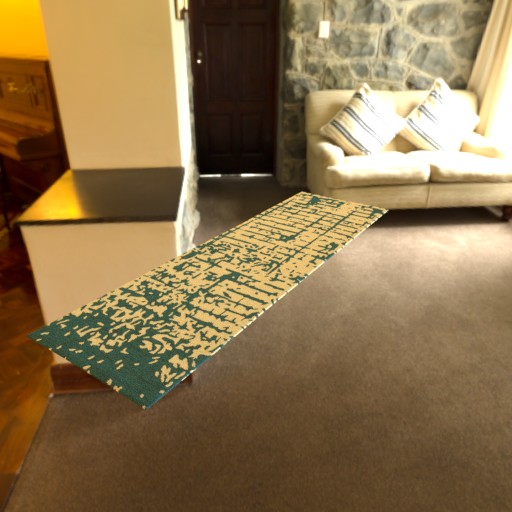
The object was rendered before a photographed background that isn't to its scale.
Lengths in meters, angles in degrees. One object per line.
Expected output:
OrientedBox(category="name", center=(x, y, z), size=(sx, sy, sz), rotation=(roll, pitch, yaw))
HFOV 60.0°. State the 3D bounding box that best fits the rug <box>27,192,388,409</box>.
OrientedBox(category="rug", center=(0.000, 0.000, 2.637), size=(0.750, 0.011, 2.435), rotation=(17, 31, 31))
